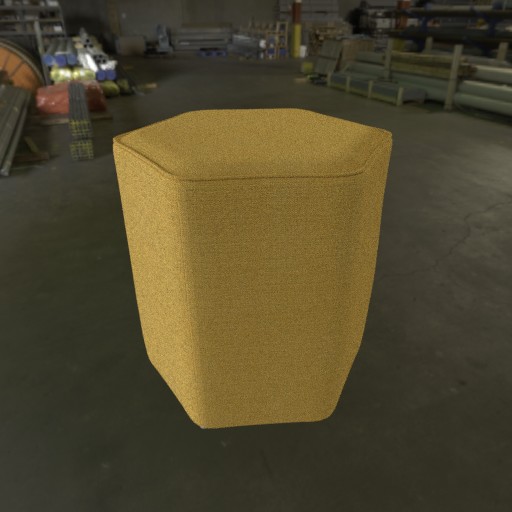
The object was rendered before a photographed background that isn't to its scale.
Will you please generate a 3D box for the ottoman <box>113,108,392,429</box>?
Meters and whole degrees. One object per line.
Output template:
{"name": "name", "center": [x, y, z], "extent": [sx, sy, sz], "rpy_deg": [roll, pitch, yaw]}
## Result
{"name": "ottoman", "center": [0.000, 0.000, 0.888], "extent": [0.443, 0.502, 0.494], "rpy_deg": [-19, 34, -30]}
